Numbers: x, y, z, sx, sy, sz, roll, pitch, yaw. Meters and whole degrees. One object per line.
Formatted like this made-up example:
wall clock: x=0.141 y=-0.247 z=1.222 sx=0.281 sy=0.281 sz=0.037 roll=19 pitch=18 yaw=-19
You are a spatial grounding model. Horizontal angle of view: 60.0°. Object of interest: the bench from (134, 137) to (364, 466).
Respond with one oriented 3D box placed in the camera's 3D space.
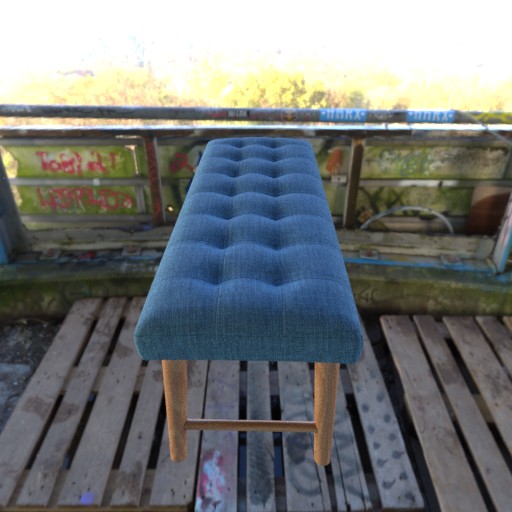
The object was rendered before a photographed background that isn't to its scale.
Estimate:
bench: x=0.000 y=0.000 z=1.331 sx=0.406 sy=0.432 sz=1.118 roll=1 pitch=31 yaw=1
